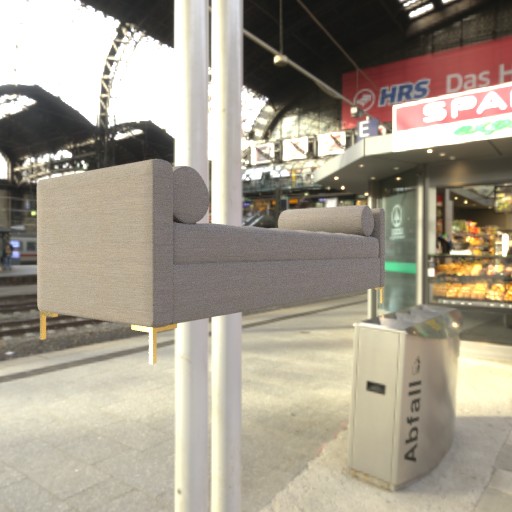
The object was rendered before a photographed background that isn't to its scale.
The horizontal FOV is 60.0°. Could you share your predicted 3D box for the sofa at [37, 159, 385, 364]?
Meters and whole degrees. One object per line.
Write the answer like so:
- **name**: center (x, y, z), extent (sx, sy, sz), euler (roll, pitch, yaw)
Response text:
- **sofa**: center (0.000, 0.000, 2.325), extent (0.686, 0.635, 1.981), euler (0, 1, 36)
